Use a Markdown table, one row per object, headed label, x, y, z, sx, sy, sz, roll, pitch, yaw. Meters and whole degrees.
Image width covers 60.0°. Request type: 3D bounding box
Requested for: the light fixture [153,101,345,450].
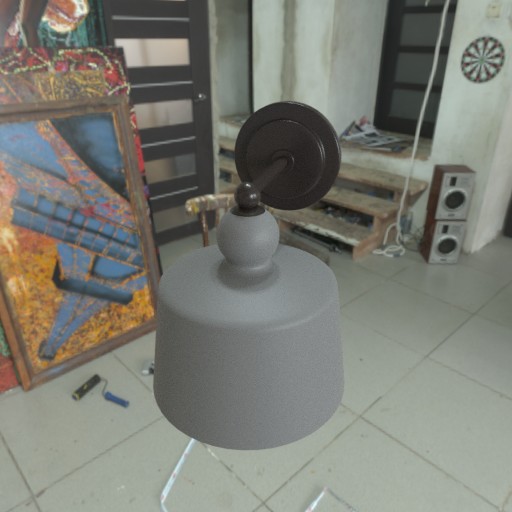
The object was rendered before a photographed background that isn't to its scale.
| label | x | y | z | sx | sy | sz | roll | pitch | yaw |
| --- | --- | --- | --- | --- | --- | --- | --- | --- | --- |
| light fixture | 0.000 | 0.000 | 0.446 | 0.204 | 0.268 | 0.254 | 8 | 27 | 16 |
